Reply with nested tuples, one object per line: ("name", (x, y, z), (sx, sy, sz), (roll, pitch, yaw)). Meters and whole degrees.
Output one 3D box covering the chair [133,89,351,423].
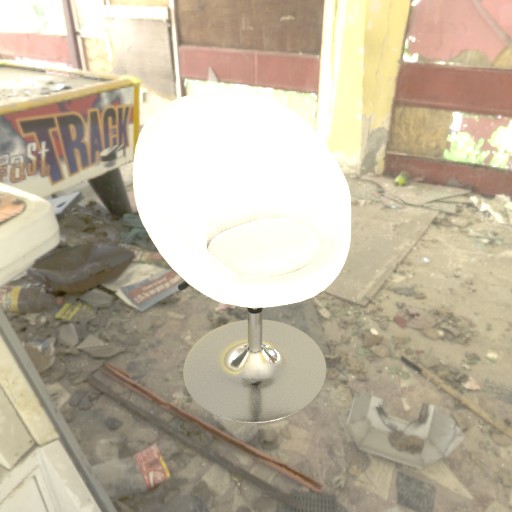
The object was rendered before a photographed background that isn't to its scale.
("chair", (0.000, 0.000, 1.896), (0.940, 1.261, 0.736), (-21, 37, -31))
